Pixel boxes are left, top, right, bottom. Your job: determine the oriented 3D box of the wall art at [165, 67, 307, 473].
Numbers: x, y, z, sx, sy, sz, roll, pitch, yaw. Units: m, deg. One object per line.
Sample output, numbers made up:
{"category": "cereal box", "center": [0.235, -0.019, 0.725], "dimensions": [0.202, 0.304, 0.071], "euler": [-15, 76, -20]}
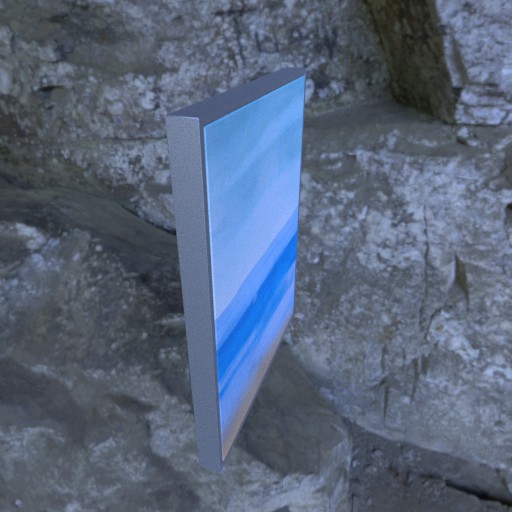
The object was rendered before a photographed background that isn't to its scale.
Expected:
{"category": "wall art", "center": [0.000, 0.000, 0.761], "dimensions": [0.039, 0.553, 0.445], "euler": [10, 31, 17]}
